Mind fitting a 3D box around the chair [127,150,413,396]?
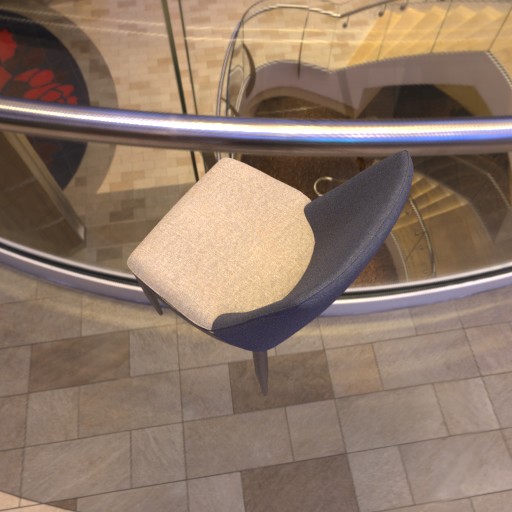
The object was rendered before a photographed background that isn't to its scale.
[{"bbox_3d":[0.000,0.000,1.175,0.551,0.839,0.480,32,68,15],"label":"chair"}]
